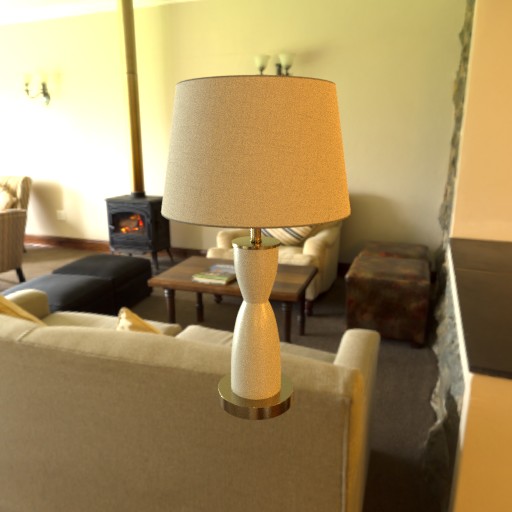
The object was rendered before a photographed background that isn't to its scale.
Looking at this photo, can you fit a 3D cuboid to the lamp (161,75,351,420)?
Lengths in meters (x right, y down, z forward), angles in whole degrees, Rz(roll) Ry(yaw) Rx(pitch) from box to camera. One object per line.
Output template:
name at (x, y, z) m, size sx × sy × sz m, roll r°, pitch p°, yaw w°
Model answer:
lamp at (0.000, 0.000, 0.757) m, size 0.309 × 0.545 × 0.309 m, roll 0°, pitch 15°, yaw 0°
